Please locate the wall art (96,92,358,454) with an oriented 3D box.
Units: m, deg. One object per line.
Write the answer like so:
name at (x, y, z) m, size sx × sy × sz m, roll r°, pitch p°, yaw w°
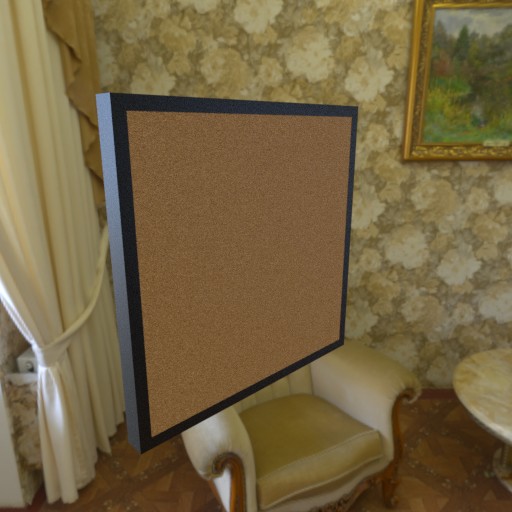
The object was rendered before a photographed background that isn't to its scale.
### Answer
wall art at (0.000, 0.000, 0.771) m, size 0.508 × 0.508 × 0.038 m, roll -15°, pitch 22°, yaw -41°
